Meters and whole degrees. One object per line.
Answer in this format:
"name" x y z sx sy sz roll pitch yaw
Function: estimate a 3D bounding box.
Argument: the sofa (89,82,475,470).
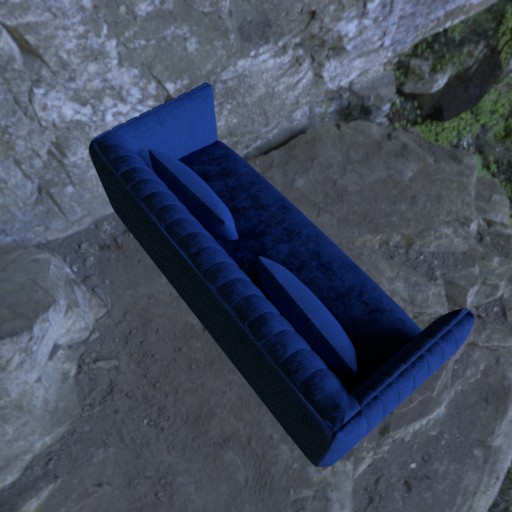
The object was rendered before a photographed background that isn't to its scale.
"sofa" 0.000 0.000 2.528 0.896 0.793 2.136 -34 64 -19
